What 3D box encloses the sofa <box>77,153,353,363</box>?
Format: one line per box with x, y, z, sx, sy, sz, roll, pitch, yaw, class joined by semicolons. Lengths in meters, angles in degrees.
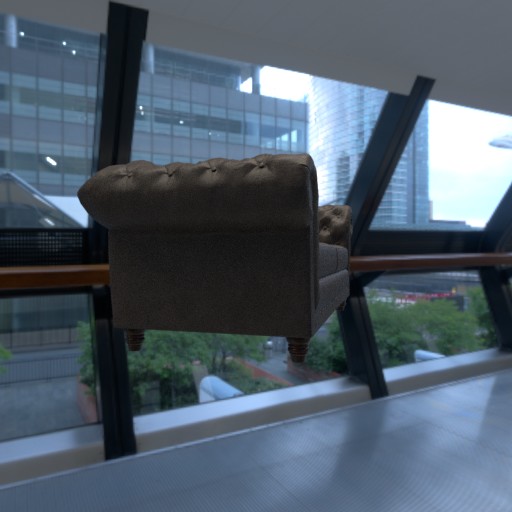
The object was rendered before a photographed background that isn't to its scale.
0.000;0.000;2.524;0.944;0.779;2.048;0;0;16;sofa
